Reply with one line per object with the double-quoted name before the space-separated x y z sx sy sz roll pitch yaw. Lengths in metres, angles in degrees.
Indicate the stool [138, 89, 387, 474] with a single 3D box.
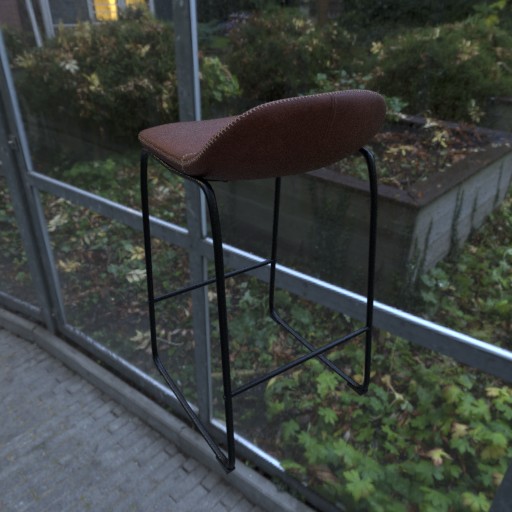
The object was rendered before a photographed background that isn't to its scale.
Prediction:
"stool" 0.000 0.000 1.103 0.454 0.830 0.473 -18 34 -29
